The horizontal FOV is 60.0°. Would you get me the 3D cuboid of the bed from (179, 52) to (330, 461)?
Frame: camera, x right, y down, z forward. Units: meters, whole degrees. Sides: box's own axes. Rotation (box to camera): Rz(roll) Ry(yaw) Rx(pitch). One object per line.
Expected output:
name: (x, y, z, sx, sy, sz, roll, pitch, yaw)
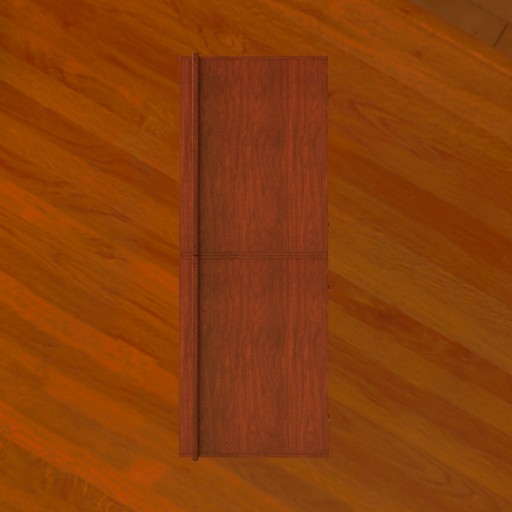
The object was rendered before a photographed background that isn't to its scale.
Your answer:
bed: (0.000, 0.000, 2.381, 0.787, 0.326, 2.057, 0, 89, 0)
